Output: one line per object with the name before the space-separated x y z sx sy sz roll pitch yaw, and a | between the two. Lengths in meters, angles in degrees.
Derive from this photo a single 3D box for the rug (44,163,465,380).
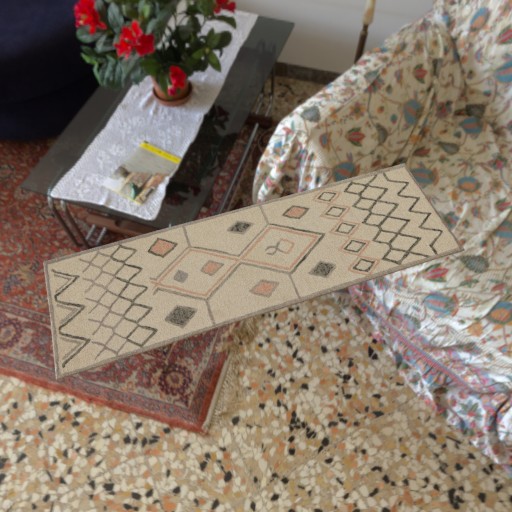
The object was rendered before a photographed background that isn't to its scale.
rug | 0.000 0.000 2.677 2.435 0.011 0.750 -16 60 -10
